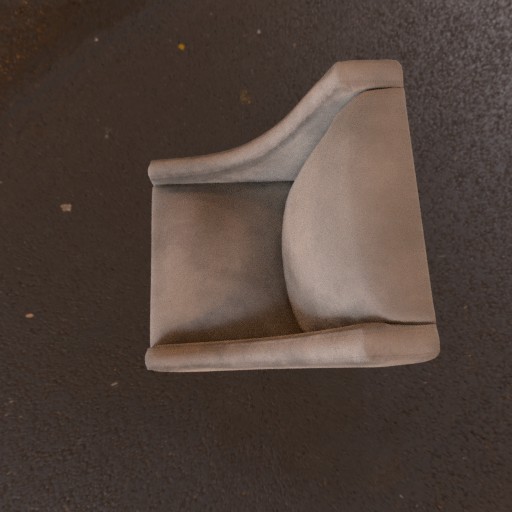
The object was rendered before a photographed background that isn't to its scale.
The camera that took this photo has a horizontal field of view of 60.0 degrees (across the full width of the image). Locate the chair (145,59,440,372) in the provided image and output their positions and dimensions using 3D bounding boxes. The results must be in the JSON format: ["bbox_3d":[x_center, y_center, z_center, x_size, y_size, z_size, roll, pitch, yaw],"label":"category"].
[{"bbox_3d":[0.000,0.000,1.266,0.629,0.895,0.629,-2,76,-1],"label":"chair"}]
